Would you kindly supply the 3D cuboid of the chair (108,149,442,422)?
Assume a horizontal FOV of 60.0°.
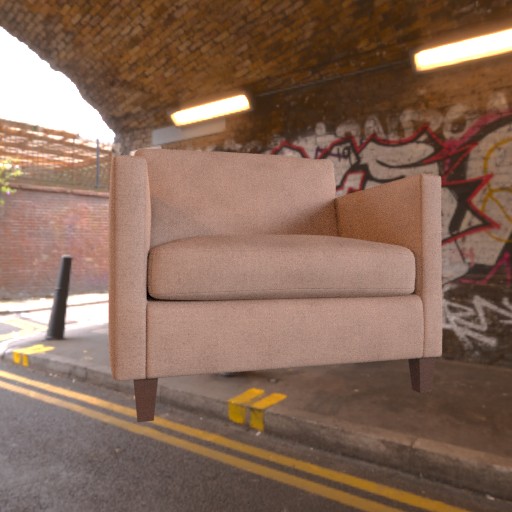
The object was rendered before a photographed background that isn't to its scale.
[{"bbox_3d":[0.000,0.000,1.817,1.133,0.961,0.959,0,0,-17],"label":"chair"}]
